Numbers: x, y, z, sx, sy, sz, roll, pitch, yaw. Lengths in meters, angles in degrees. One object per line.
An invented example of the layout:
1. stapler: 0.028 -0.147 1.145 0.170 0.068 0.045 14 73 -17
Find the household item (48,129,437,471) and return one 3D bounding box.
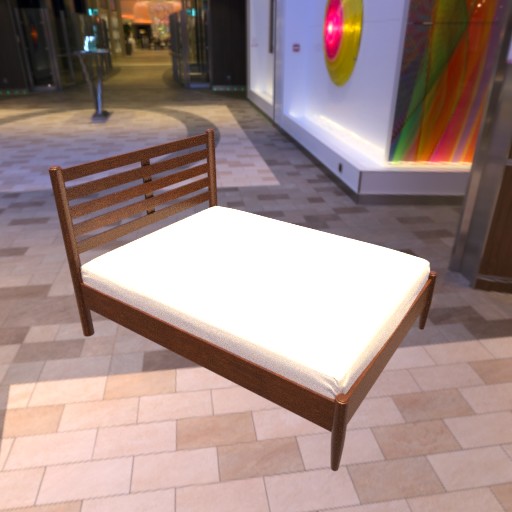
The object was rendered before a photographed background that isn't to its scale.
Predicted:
1. household item: 0.000 0.000 3.264 2.232 1.356 1.663 17 31 31
